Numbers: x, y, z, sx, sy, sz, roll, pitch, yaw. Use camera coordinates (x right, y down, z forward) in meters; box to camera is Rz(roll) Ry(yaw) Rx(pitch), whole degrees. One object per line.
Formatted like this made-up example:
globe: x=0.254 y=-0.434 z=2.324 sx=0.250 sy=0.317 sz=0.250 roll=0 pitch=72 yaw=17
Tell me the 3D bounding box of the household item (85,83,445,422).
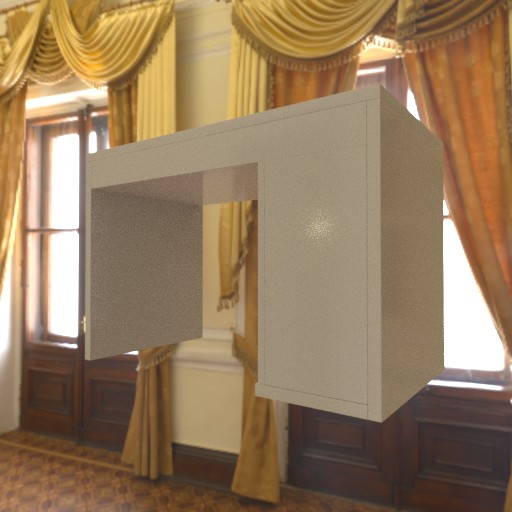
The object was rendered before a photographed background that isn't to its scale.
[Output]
household item: x=0.000 y=0.000 z=1.538 sx=1.100 sy=0.749 sz=0.597 roll=-1 pitch=-1 yaw=35
